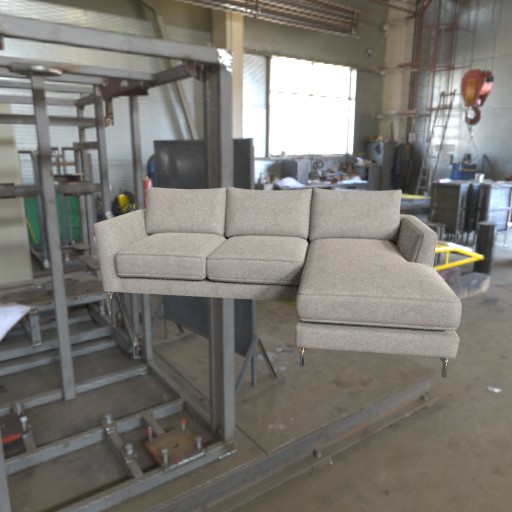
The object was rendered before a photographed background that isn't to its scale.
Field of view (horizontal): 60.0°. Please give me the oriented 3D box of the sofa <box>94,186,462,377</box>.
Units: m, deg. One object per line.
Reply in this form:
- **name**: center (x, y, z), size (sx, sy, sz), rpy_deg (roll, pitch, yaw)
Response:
- **sofa**: center (0.000, 0.000, 3.169), size (2.438, 0.864, 1.626), rpy_deg (2, 14, 9)
